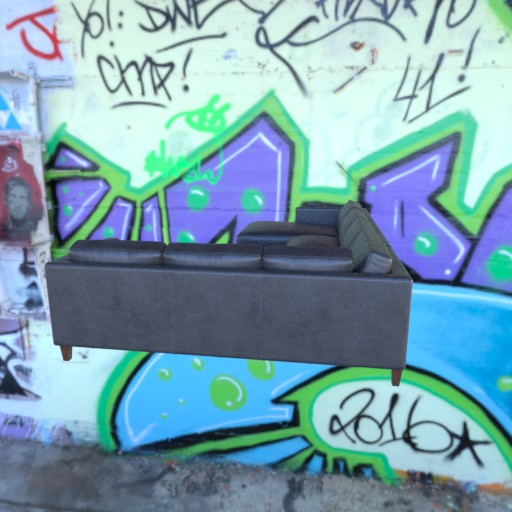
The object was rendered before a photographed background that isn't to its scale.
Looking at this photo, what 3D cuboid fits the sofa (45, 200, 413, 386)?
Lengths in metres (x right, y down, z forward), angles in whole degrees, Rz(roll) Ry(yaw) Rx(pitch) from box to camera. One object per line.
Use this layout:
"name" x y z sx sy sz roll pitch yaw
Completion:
"sofa" 0.000 0.000 4.525 2.452 0.891 3.324 2 14 9
